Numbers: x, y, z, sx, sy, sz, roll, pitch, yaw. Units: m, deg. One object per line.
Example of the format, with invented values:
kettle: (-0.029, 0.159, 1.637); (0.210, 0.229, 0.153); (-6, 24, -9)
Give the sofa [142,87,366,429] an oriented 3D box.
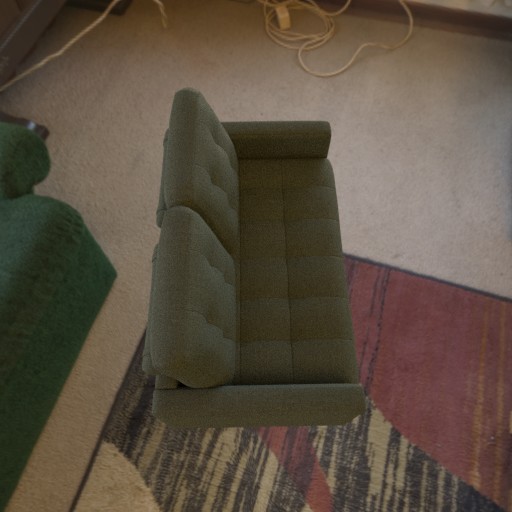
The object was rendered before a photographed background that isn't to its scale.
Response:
sofa: (0.000, 0.000, 2.014); (0.842, 0.907, 1.407); (-1, 63, -1)
